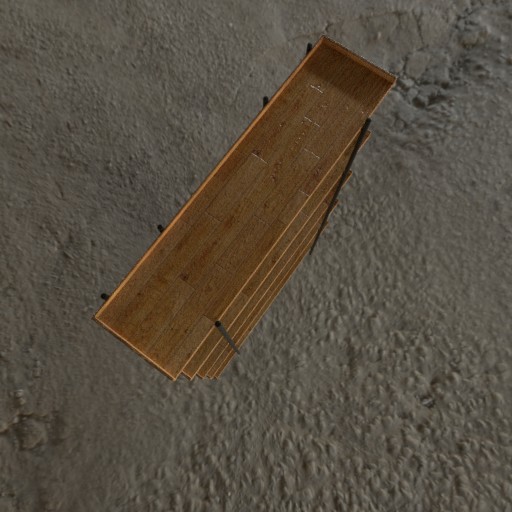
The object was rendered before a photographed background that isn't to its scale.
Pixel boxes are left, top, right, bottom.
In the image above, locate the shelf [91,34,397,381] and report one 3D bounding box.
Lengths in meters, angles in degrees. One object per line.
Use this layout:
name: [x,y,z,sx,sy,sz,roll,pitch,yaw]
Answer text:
shelf: [0.000,0.000,2.433,0.379,1.826,1.371,35,77,9]
